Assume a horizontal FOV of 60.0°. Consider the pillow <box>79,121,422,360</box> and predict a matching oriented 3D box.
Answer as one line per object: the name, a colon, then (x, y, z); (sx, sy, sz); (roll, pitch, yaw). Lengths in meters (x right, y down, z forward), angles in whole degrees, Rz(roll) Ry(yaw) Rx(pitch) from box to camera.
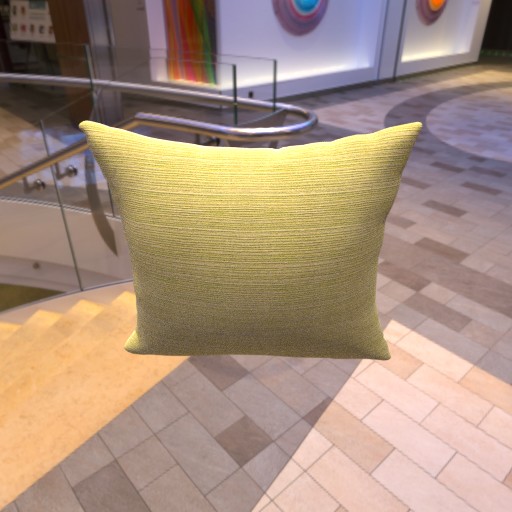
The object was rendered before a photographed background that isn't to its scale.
pillow: (0.000, 0.000, 0.810); (0.560, 0.487, 0.229); (1, 31, 2)
